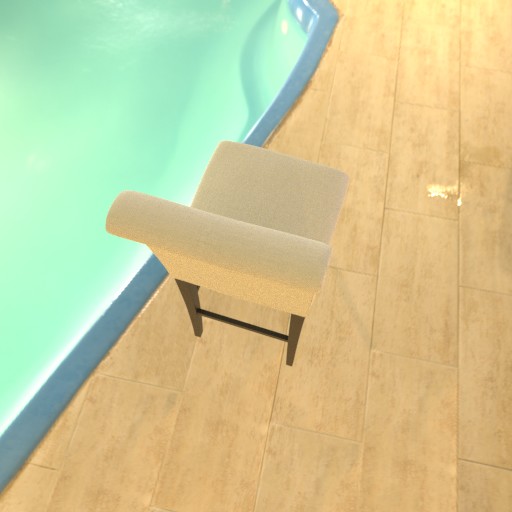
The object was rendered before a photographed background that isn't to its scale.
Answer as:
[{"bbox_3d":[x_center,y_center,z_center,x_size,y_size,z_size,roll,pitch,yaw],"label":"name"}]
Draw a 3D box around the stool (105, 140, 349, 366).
[{"bbox_3d":[0.000,0.000,1.455,0.452,1.124,0.597,16,64,8],"label":"stool"}]
